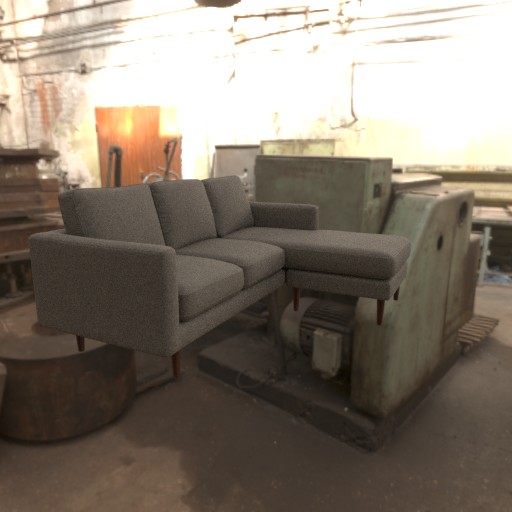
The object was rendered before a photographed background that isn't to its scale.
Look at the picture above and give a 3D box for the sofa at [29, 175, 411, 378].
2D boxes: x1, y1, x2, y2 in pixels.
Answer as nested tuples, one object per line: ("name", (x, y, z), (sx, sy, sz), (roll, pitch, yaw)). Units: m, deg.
("sofa", (0.000, 0.000, 2.909), (1.667, 0.957, 2.055), (7, 14, 27))
